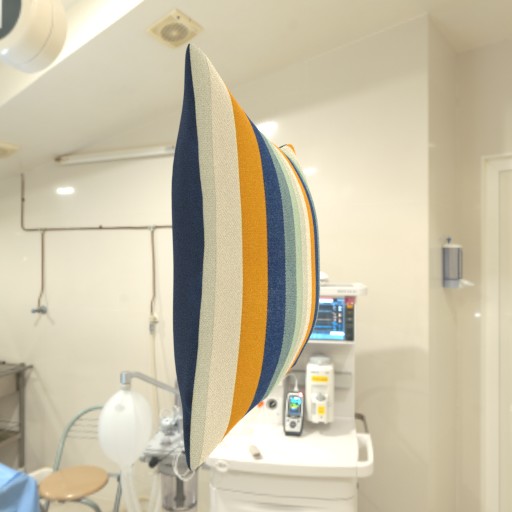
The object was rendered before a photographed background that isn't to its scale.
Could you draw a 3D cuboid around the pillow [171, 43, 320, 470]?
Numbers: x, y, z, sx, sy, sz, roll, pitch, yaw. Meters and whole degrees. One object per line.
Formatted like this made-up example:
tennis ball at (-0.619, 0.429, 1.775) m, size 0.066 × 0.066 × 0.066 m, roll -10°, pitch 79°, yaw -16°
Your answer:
pillow at (0.000, 0.000, 0.688) m, size 0.173 × 0.454 × 0.463 m, roll 0°, pitch 0°, yaw 18°
